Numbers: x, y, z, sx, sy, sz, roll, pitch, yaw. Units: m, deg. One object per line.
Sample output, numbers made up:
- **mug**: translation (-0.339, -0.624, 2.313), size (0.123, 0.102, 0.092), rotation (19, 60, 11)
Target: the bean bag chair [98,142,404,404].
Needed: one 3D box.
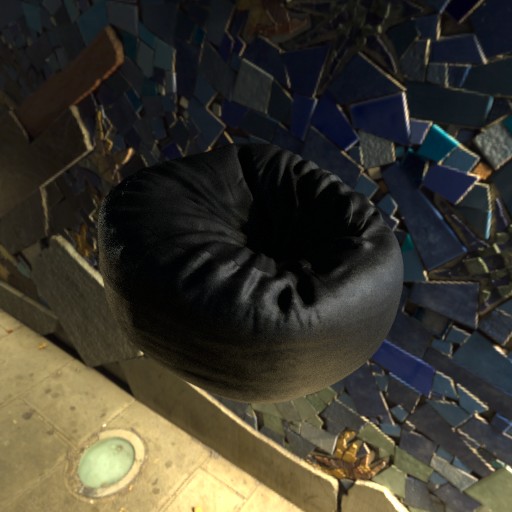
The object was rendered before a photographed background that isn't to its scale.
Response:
- **bean bag chair**: translation (0.000, 0.000, 2.393), size (1.524, 0.878, 1.524), rotation (-22, 37, -33)
